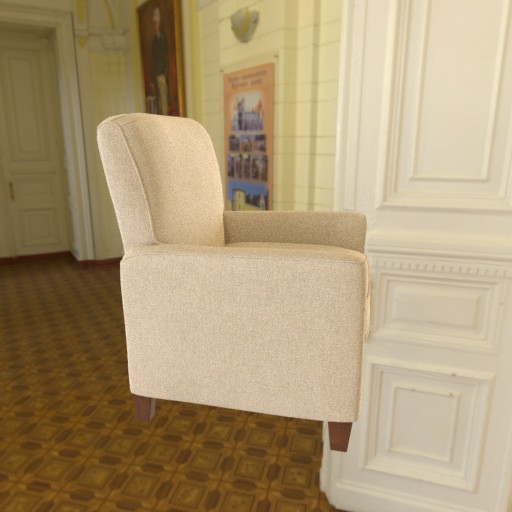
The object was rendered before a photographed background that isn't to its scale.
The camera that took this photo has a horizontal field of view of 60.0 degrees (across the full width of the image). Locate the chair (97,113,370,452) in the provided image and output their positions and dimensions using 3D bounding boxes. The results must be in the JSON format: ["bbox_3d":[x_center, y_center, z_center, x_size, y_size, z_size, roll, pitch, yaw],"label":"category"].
[{"bbox_3d":[0.000,0.000,1.677,0.859,1.023,0.845,3,15,13],"label":"chair"}]
